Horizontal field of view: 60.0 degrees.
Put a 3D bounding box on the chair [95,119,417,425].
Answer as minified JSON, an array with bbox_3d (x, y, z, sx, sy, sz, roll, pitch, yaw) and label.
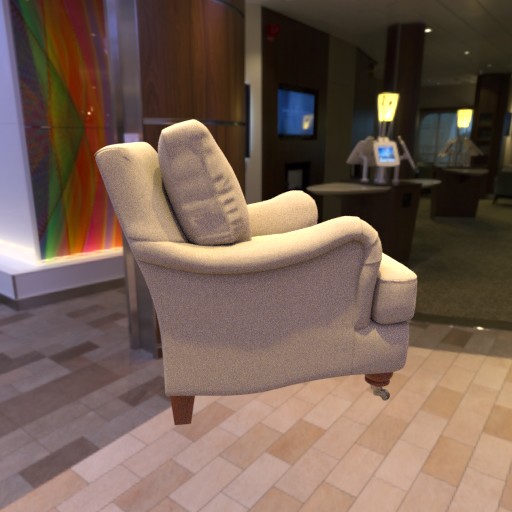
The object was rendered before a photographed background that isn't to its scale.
[{"bbox_3d":[0.000,0.000,1.872,1.078,1.076,0.895,-2,15,-8],"label":"chair"}]
